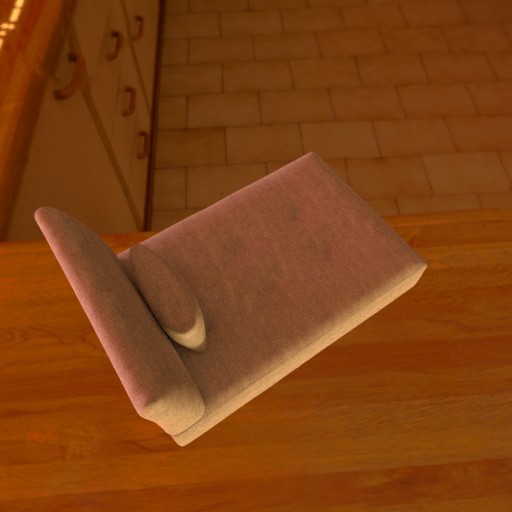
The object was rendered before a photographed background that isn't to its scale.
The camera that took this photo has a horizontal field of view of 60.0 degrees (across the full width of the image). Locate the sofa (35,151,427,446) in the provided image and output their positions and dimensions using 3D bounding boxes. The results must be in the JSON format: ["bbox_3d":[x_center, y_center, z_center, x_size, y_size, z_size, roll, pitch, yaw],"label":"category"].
[{"bbox_3d":[0.000,0.000,2.020,1.450,0.820,0.930,-31,64,-17],"label":"sofa"}]
